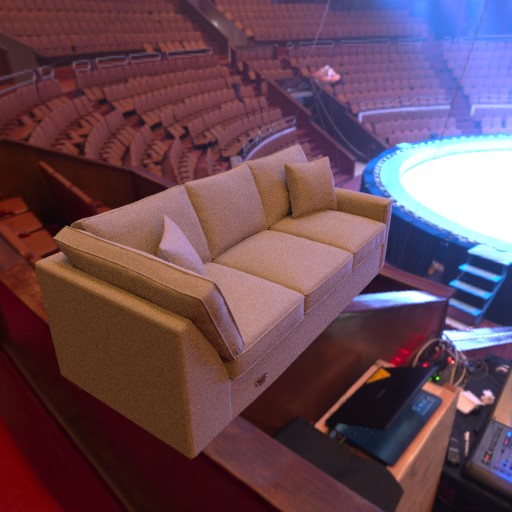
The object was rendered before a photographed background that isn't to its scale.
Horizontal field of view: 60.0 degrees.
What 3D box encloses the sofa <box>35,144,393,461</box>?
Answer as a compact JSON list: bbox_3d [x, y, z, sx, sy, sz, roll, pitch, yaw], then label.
[{"bbox_3d":[0.000,0.000,2.854,1.061,0.962,2.317,17,31,31],"label":"sofa"}]
